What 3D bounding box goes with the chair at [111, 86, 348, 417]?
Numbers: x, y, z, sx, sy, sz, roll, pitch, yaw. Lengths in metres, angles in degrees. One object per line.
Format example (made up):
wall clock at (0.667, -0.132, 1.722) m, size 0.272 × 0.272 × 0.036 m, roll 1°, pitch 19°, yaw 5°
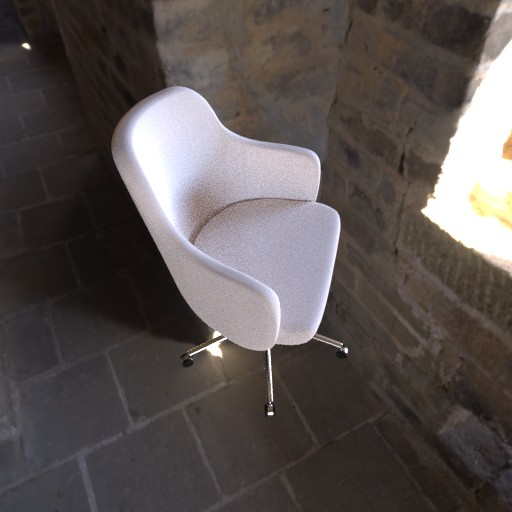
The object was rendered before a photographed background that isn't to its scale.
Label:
chair at (0.000, 0.000, 1.288) m, size 0.647 × 0.819 × 0.602 m, roll 11°, pitch 47°, yaw 10°
